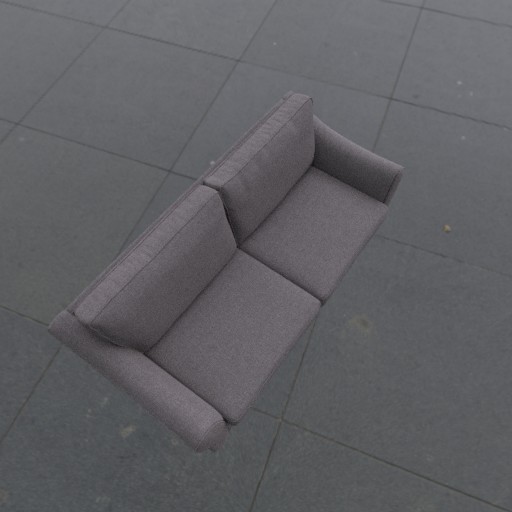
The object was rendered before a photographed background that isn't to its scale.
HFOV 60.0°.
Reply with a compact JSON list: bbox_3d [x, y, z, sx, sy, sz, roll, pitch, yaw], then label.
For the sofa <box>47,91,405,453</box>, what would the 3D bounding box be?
[{"bbox_3d":[0.000,0.000,2.759,1.013,0.976,2.203,32,65,17],"label":"sofa"}]
